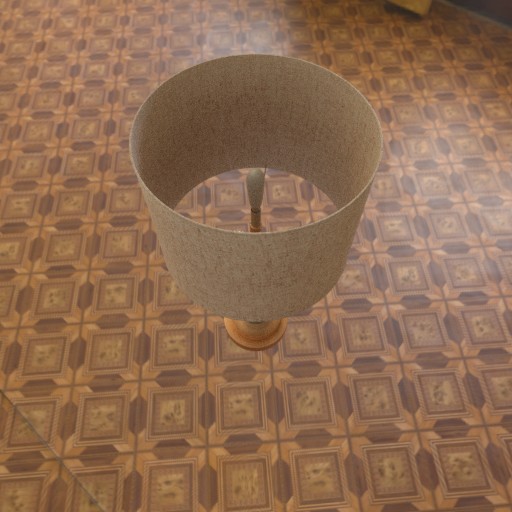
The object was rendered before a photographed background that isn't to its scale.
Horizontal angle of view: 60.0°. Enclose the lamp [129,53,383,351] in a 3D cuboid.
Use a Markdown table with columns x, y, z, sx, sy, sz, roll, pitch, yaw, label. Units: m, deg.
| x | y | z | sx | sy | sz | roll | pitch | yaw | label |
| --- | --- | --- | --- | --- | --- | --- | --- | --- | --- |
| 0.000 | 0.000 | 0.825 | 0.321 | 0.610 | 0.321 | -32 | 64 | -18 | lamp |
